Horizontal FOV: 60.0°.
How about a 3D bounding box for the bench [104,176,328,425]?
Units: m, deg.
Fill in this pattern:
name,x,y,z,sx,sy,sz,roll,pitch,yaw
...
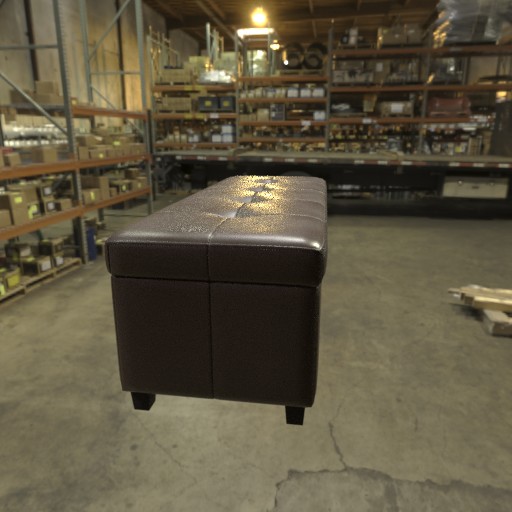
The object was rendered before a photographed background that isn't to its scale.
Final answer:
name,x,y,z,sx,sy,sz,roll,pitch,yaw
bench,0.000,0.000,1.461,0.450,0.417,1.219,2,16,8
